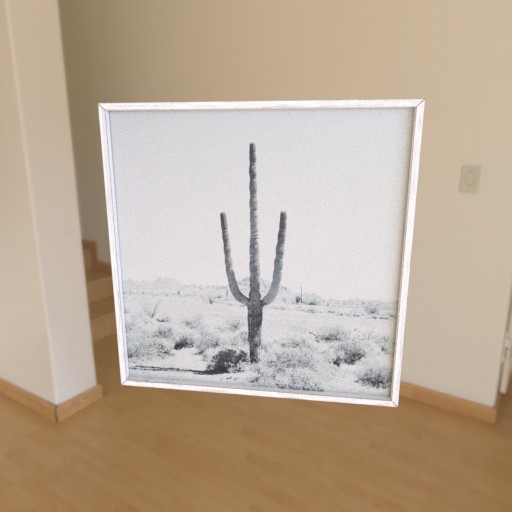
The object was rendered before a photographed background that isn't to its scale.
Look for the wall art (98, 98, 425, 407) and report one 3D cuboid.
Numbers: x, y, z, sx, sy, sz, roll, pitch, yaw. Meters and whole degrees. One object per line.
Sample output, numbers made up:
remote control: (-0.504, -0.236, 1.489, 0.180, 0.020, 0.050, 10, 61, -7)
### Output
wall art: (0.000, 0.000, 0.465, 0.305, 0.305, 0.038, 2, 14, 8)
